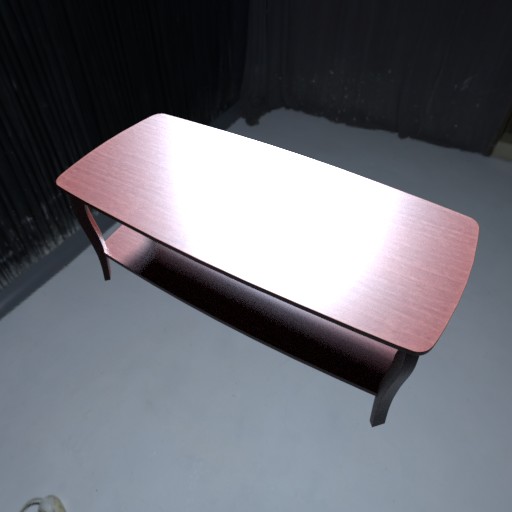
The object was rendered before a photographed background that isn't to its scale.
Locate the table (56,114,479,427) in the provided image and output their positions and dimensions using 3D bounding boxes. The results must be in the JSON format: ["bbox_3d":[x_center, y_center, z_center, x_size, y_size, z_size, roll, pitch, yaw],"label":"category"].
[{"bbox_3d":[0.000,0.000,1.479,1.216,0.473,0.561,24,51,21],"label":"table"}]
